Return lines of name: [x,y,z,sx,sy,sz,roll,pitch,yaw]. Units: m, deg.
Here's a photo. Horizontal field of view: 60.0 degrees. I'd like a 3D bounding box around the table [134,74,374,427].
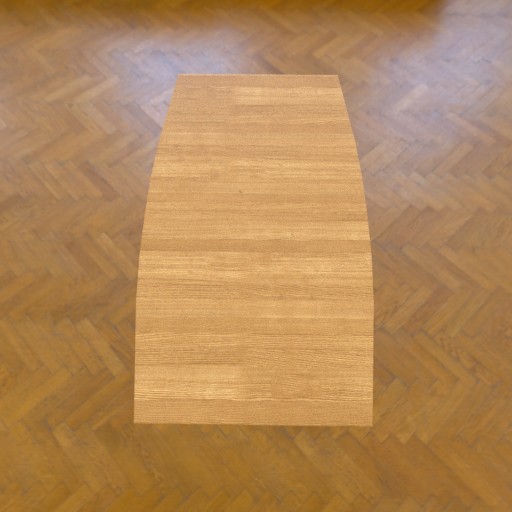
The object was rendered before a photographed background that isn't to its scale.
table: [0.000,0.000,2.126,0.900,0.748,1.598,1,63,0]
